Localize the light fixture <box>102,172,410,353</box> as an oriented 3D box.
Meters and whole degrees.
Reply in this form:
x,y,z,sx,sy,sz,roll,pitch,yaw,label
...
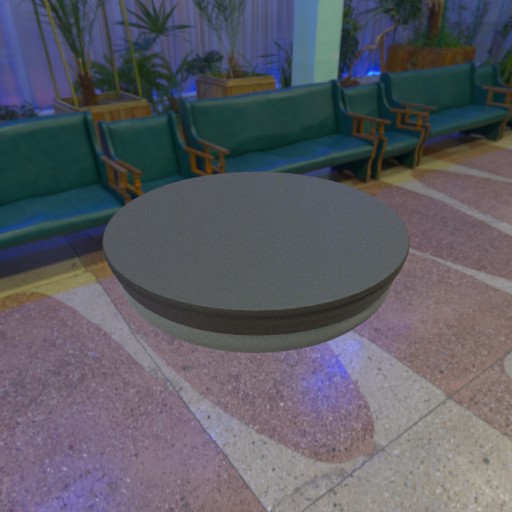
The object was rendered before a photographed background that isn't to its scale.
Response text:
x,y,z,sx,sy,sz,roll,pitch,yaw,label
0.000,0.000,0.577,0.368,0.100,0.368,0,30,0,light fixture
